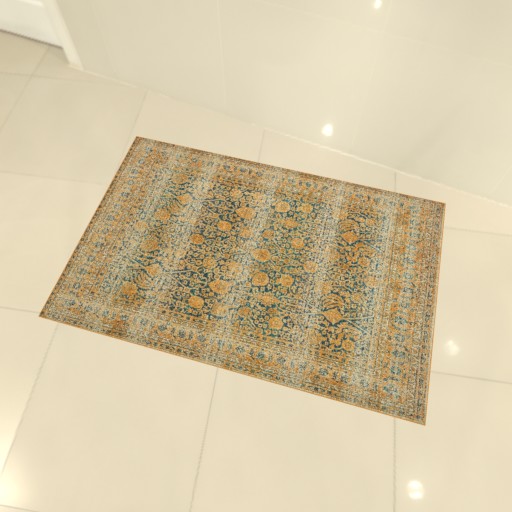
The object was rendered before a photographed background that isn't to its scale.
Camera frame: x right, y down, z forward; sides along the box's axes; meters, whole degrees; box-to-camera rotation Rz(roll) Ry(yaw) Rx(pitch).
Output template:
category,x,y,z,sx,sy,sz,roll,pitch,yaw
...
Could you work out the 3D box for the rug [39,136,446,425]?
category,x,y,z,sx,sy,sz,roll,pitch,yaw
rug,0.000,0.000,2.907,2.336,0.007,1.525,14,62,7
